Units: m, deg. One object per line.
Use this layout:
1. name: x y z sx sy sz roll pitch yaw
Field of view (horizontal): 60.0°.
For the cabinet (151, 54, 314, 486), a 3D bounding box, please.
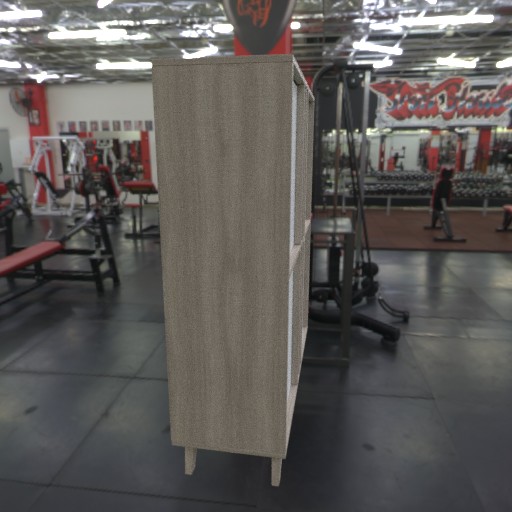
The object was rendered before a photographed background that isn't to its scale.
1. cabinet: 0.000 0.000 1.903 0.398 1.388 1.111 2 14 10
